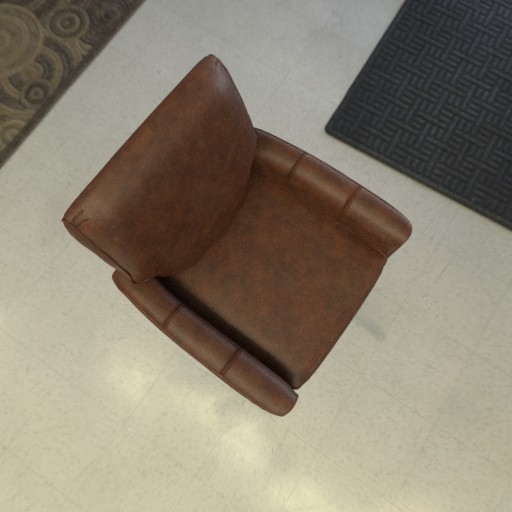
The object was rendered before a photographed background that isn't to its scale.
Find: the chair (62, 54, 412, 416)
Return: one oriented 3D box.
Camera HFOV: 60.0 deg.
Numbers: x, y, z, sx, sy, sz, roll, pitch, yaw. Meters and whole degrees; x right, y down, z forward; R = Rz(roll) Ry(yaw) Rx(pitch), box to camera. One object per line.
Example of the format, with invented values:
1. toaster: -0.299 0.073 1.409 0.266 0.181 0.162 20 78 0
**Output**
1. chair: 0.000 0.000 1.629 0.850 1.010 0.839 36 78 8
